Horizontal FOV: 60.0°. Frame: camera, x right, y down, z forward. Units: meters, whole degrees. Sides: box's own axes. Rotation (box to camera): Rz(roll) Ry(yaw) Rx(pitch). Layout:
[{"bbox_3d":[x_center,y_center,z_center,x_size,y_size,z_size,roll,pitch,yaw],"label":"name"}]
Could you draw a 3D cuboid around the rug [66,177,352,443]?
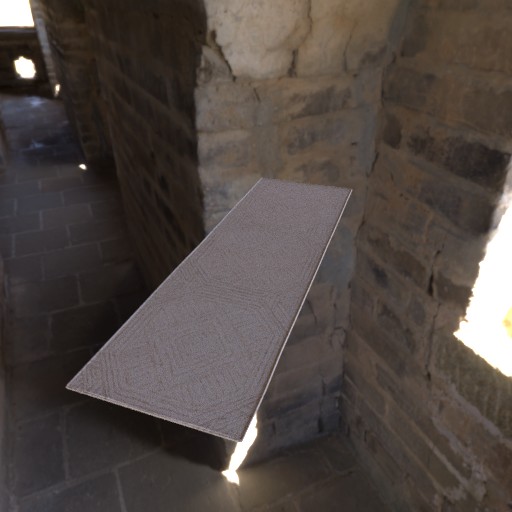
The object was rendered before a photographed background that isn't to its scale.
[{"bbox_3d":[0.000,0.000,2.672,0.775,0.012,2.452,10,33,17],"label":"rug"}]
